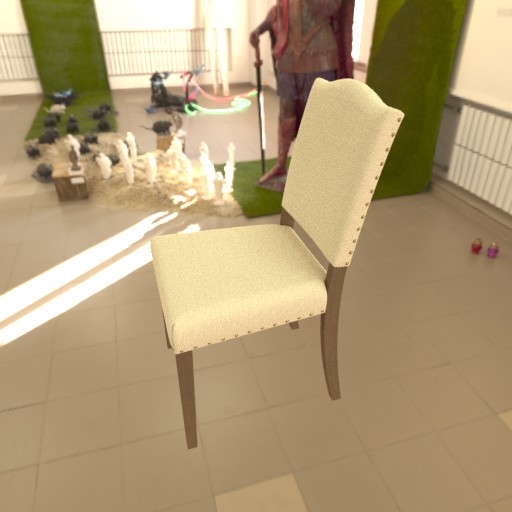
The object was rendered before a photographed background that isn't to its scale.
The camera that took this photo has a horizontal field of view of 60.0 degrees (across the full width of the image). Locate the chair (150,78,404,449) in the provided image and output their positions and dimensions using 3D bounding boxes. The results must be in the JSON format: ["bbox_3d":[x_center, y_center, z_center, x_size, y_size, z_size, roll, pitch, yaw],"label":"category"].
[{"bbox_3d":[0.000,0.000,1.391,0.619,1.015,0.508,-9,33,-15],"label":"chair"}]
